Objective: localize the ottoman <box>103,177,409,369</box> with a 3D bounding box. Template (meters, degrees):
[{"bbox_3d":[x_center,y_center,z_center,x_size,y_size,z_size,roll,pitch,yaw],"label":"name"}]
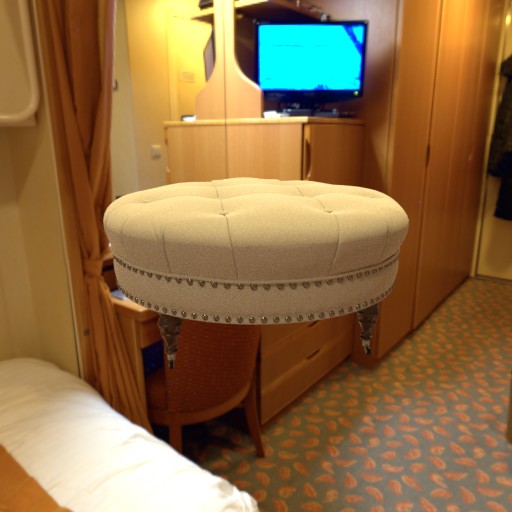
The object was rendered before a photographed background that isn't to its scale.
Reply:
[{"bbox_3d":[0.000,0.000,1.390,0.901,0.439,0.901,0,15,0],"label":"ottoman"}]
